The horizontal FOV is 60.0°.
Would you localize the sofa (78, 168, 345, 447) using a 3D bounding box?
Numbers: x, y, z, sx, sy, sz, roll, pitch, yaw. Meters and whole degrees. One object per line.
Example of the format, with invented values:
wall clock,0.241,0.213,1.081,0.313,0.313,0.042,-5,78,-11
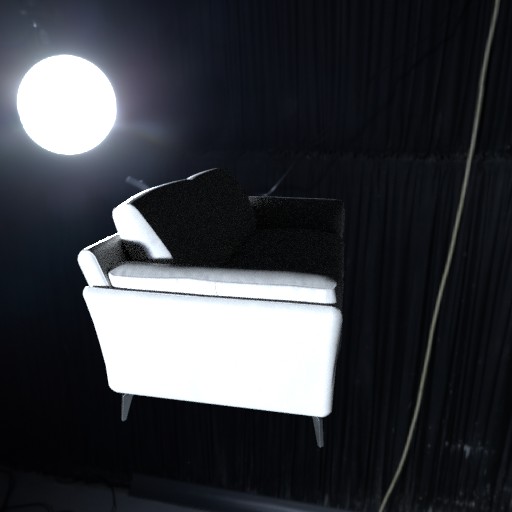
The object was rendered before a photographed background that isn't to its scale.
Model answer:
sofa,0.000,0.000,2.658,1.049,0.930,2.101,3,17,11
